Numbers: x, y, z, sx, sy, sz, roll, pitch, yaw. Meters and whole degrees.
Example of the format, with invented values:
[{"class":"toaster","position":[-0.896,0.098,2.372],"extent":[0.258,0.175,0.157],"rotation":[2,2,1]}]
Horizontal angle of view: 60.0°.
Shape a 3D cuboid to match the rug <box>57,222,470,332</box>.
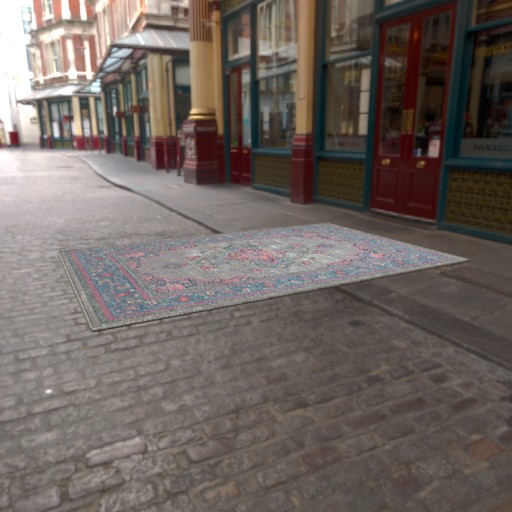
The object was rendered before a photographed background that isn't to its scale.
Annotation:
[{"class":"rug","position":[0.000,0.000,2.227],"extent":[1.748,0.014,1.144],"rotation":[-8,16,-27]}]
